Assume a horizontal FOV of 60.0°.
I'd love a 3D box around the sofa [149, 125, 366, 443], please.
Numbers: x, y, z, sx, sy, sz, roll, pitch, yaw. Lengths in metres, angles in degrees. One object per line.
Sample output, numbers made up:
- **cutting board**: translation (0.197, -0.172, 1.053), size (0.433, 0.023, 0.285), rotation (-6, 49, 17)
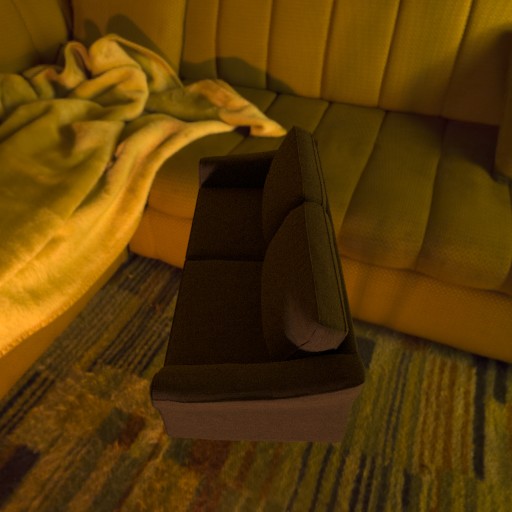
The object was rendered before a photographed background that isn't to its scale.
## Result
- **sofa**: translation (0.000, 0.000, 2.886), size (0.971, 0.950, 2.270), rotation (0, 41, 1)
